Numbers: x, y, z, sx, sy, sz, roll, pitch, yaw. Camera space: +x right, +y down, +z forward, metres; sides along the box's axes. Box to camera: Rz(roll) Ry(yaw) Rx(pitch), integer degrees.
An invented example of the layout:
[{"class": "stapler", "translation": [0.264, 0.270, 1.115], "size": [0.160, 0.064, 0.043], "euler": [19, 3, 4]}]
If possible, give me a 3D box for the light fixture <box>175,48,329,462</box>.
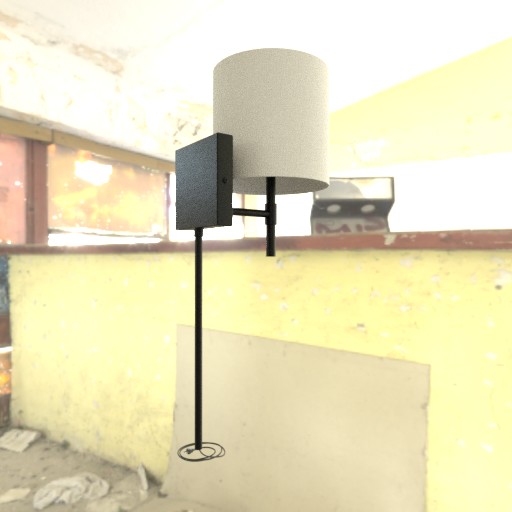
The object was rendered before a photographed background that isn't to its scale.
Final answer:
[{"class": "light fixture", "translation": [0.000, 0.000, 0.702], "size": [0.248, 0.589, 0.188], "euler": [0, 0, -37]}]
